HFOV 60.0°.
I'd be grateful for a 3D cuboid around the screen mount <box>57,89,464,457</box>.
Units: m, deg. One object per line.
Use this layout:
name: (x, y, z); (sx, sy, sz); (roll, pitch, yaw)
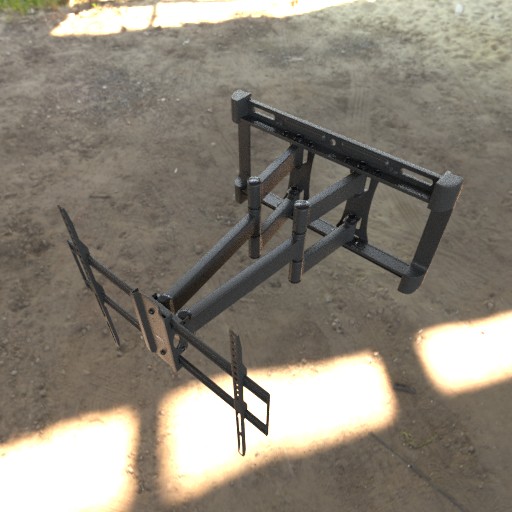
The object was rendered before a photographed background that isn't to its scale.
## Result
screen mount: (0.000, 0.000, 0.943); (0.571, 0.424, 0.556); (31, 54, 26)
